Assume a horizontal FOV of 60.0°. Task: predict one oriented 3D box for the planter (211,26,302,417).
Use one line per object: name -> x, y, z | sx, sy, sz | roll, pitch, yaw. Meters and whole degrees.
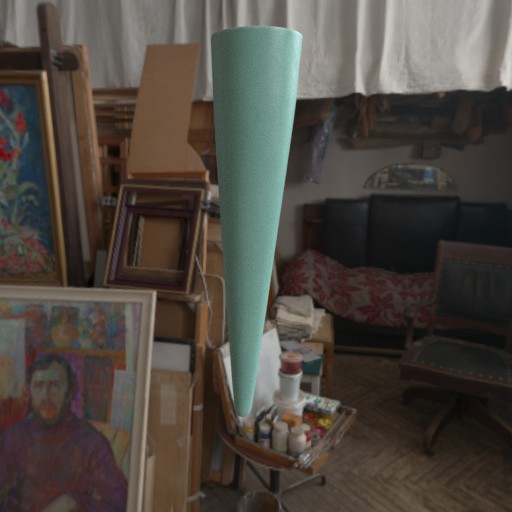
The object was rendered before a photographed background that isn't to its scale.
planter -> 0.000, 0.000, 0.296 | 0.054, 0.268, 0.055 | -9, 17, -29
